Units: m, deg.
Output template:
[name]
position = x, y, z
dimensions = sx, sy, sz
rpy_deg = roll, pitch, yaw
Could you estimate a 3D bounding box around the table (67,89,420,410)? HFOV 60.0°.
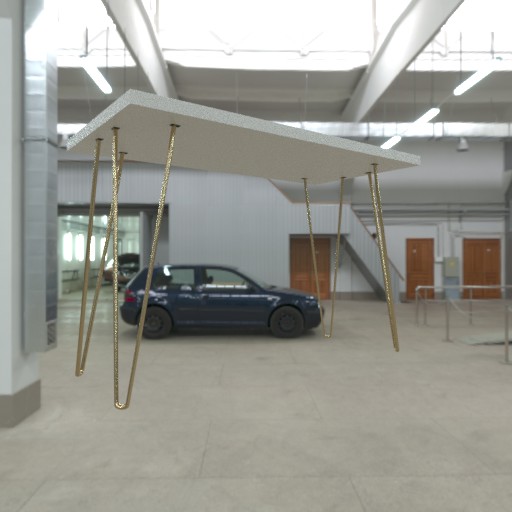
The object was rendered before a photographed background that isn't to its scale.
[table]
position = 0.000, 0.000, 1.372
dimensions = 0.991, 0.660, 0.498
rpy_deg = 0, 0, -37
